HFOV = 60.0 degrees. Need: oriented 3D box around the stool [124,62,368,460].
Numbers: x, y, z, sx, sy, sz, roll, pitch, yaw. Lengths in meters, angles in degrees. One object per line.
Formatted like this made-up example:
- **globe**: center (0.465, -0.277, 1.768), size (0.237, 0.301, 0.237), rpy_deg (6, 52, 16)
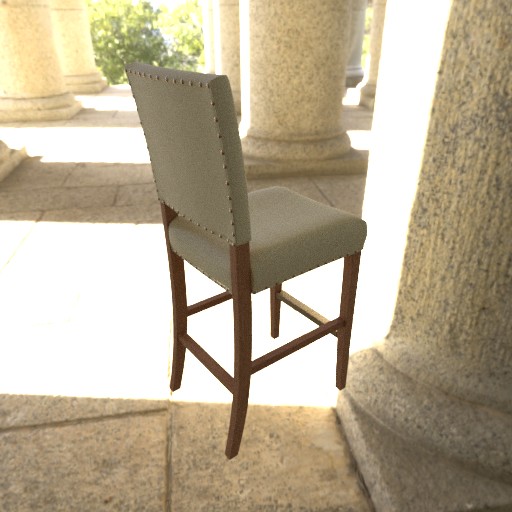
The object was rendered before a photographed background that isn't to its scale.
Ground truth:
- **stool**: center (0.000, 0.000, 1.456), size (0.584, 1.168, 0.445), rpy_deg (-20, 34, -33)
